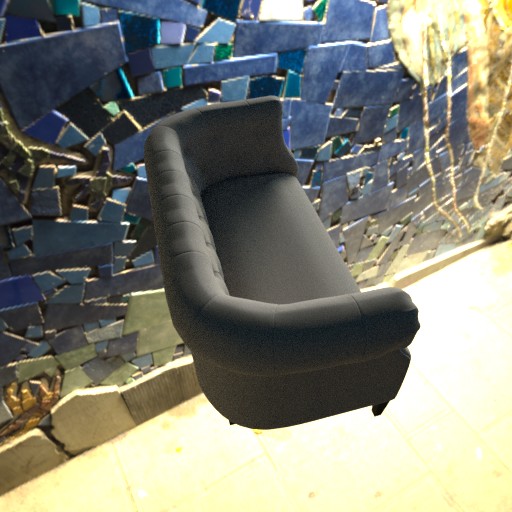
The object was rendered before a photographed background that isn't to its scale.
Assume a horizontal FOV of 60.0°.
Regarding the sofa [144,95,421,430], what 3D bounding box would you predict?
[{"bbox_3d":[0.000,0.000,2.033,0.835,0.827,1.558,-11,46,-10],"label":"sofa"}]
